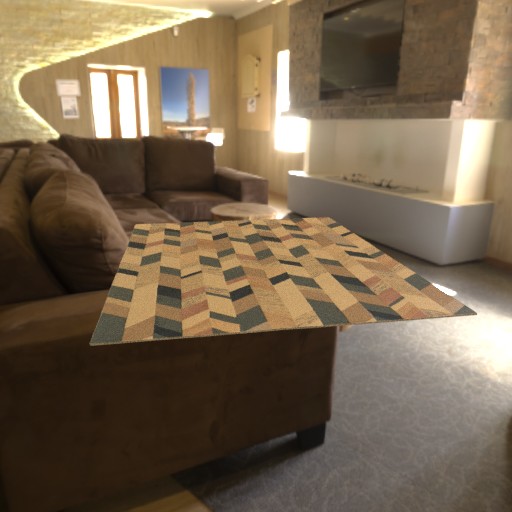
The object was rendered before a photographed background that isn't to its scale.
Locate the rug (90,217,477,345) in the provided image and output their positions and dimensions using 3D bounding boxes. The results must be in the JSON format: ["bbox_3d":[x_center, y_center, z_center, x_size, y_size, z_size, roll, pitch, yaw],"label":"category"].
[{"bbox_3d":[0.000,0.000,4.138,2.451,0.011,3.072,-3,17,-9],"label":"rug"}]
